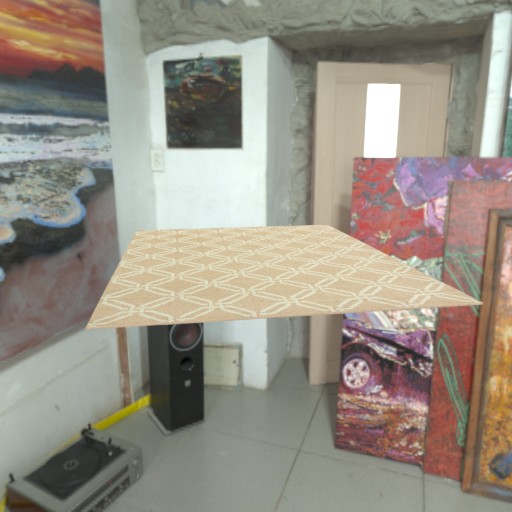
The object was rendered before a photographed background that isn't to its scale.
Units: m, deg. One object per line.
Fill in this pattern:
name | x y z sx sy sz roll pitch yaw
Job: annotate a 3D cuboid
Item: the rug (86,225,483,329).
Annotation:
rug | 0.000 0.000 3.866 2.288 0.018 2.895 -2 14 -9
